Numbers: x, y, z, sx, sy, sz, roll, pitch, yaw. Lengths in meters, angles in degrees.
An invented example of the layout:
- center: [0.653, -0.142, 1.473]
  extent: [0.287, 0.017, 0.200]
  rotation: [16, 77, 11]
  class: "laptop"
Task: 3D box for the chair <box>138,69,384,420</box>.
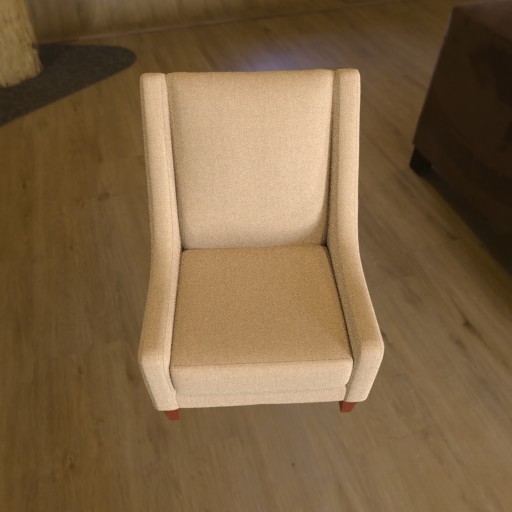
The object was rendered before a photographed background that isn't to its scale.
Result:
- center: [0.000, 0.000, 1.608]
  extent: [0.774, 1.014, 0.870]
  rotation: [-2, 47, -2]
  class: "chair"
